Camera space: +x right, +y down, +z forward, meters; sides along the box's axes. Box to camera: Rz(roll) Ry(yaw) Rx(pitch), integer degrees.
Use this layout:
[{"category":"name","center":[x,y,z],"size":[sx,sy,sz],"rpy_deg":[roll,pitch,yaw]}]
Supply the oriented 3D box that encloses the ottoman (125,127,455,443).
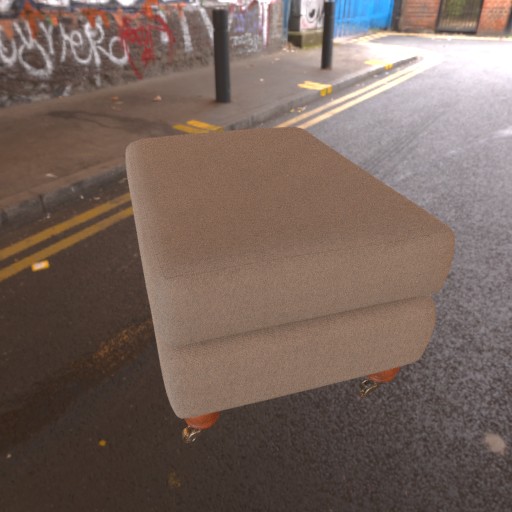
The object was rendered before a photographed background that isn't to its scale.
[{"category":"ottoman","center":[0.000,0.000,1.139],"size":[0.569,0.504,0.773],"rpy_deg":[-9,32,-15]}]
